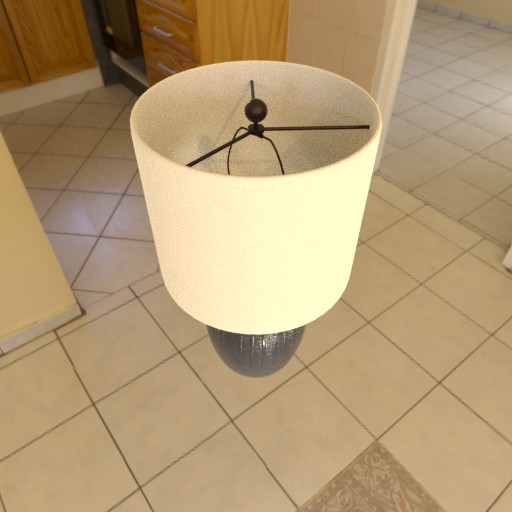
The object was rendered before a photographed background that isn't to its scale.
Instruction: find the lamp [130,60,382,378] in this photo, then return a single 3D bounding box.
[{"bbox_3d":[0.000,0.000,0.777,0.329,0.570,0.329,33,53,29],"label":"lamp"}]
